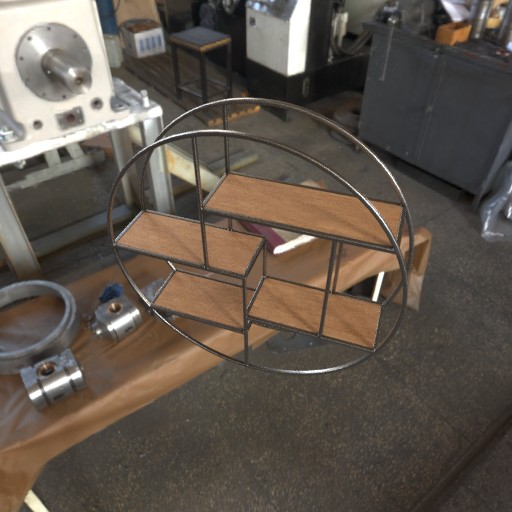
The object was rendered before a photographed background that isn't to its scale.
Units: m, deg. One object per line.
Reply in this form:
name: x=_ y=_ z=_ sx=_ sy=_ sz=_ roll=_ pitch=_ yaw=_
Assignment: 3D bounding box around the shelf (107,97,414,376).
shelf: x=0.000 y=0.000 z=1.338 sx=0.888 sy=0.888 sz=0.202 roll=13 pitch=44 yaw=14
